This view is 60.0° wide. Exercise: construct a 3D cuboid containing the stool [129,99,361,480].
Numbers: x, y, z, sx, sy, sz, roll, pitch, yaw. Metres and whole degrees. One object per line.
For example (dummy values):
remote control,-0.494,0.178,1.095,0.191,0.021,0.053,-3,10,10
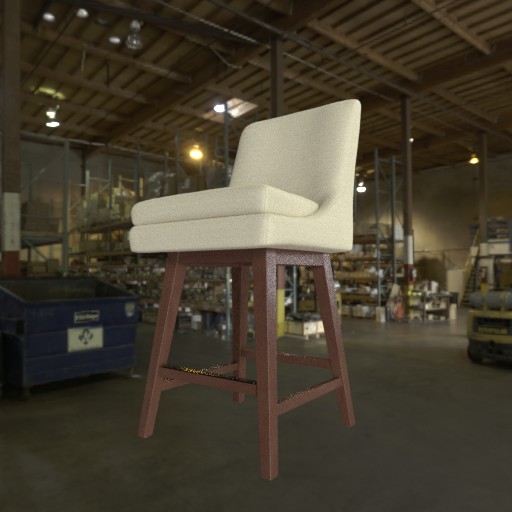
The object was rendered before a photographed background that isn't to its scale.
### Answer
stool,0.000,0.000,1.291,0.483,0.991,0.559,-2,-3,36
